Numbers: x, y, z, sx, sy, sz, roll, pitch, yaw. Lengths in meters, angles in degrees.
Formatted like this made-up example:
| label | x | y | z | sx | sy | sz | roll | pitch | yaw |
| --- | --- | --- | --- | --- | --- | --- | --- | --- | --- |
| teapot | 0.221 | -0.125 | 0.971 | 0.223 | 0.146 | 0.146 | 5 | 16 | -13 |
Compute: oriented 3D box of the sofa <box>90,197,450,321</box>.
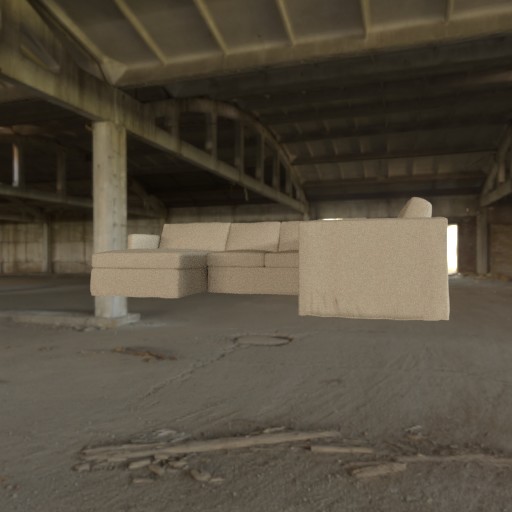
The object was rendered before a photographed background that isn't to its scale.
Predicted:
| label | x | y | z | sx | sy | sz | roll | pitch | yaw |
| --- | --- | --- | --- | --- | --- | --- | --- | --- | --- |
| sofa | 0.000 | 0.000 | 4.633 | 3.528 | 0.878 | 2.476 | 0 | 0 | 17 |
